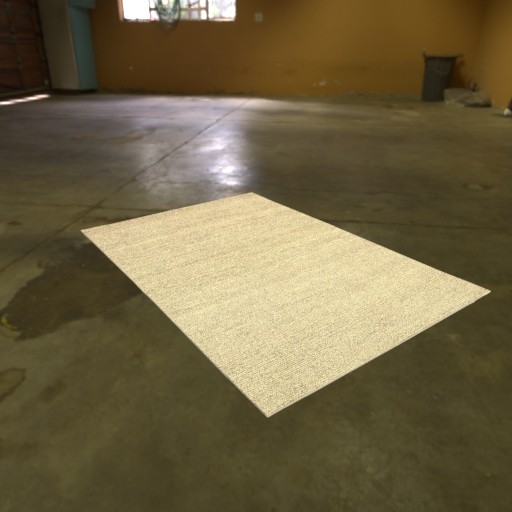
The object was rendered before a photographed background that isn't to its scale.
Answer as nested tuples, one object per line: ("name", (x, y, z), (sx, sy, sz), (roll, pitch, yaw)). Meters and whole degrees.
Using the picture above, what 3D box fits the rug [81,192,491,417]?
("rug", (0.000, 0.000, 2.943), (1.609, 0.030, 2.342), (-17, 30, -32))
